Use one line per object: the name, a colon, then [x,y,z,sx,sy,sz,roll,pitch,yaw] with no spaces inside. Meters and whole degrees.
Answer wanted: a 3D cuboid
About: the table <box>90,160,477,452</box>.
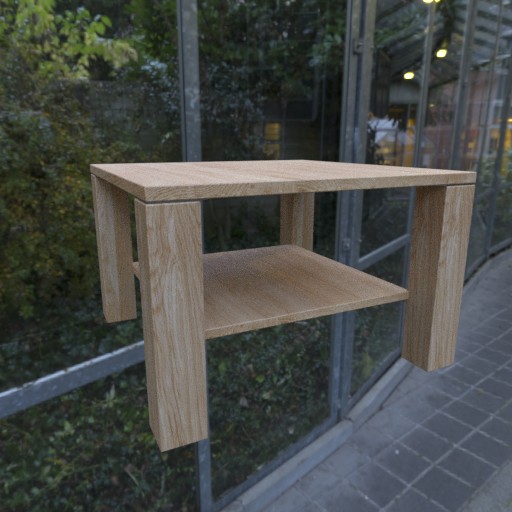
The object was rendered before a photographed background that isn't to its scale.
table: [0.000,0.000,1.149,0.700,0.450,0.700,-7,16,-25]
